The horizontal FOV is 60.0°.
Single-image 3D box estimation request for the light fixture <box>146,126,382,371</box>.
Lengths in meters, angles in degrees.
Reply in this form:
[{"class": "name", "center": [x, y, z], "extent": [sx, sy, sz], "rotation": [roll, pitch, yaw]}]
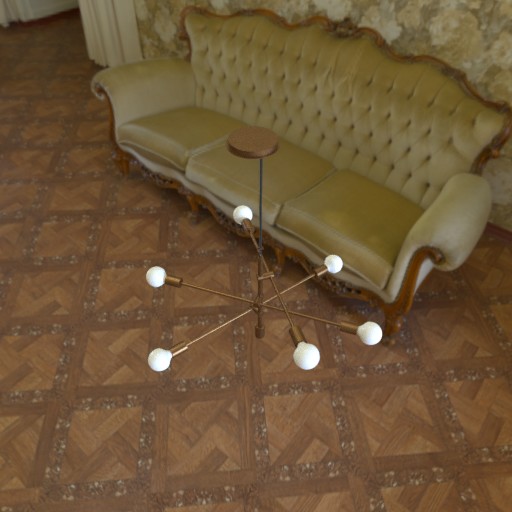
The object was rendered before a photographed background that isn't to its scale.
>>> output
[{"class": "light fixture", "center": [0.000, 0.000, 1.247], "extent": [0.682, 0.744, 0.637], "rotation": [-5, 45, -5]}]
